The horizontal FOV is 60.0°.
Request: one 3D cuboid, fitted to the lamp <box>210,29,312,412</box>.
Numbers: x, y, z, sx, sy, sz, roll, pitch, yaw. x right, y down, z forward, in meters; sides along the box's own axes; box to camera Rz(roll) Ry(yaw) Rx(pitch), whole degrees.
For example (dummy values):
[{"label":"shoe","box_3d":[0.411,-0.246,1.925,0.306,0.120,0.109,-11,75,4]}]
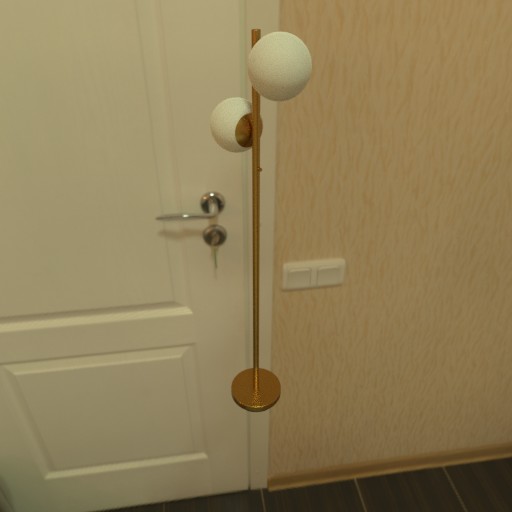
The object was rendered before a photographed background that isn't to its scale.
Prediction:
[{"label":"lamp","box_3d":[0.000,0.000,1.784,0.249,1.641,0.419,-23,40,-30]}]
